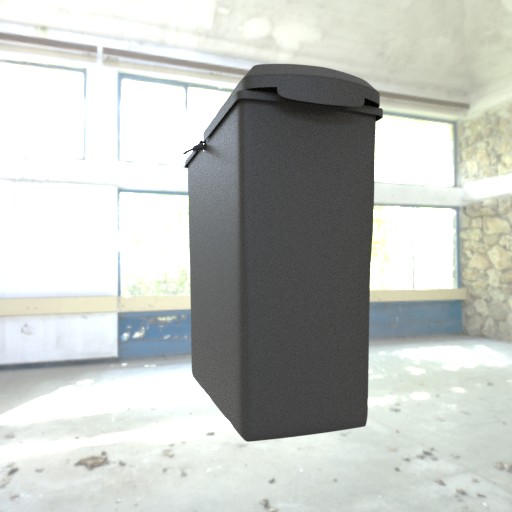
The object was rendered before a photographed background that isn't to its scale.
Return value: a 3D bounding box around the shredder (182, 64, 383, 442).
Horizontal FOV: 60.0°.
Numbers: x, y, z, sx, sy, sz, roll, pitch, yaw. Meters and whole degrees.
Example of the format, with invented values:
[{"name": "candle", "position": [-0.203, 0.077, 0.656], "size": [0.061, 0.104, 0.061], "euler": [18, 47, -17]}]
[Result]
[{"name": "shredder", "position": [0.000, 0.000, 0.524], "size": [0.170, 0.335, 0.320], "euler": [1, -2, -19]}]
